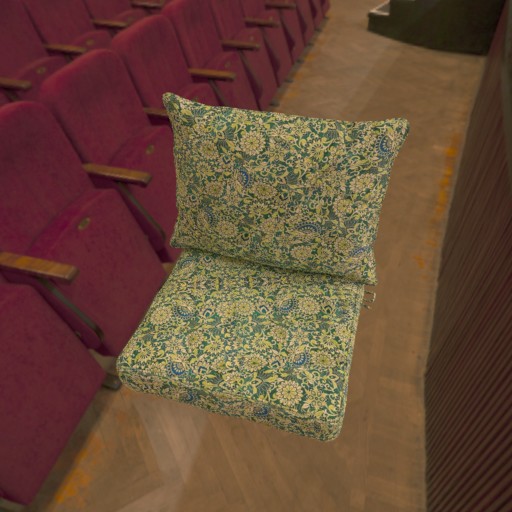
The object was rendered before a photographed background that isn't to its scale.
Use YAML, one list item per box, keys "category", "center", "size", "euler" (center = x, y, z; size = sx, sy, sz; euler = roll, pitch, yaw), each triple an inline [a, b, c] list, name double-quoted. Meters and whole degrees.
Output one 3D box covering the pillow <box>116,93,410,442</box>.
- category: "pillow"
  center: [0.000, 0.000, 1.362]
  size: [0.798, 0.722, 0.740]
  euler: [11, 43, 12]
